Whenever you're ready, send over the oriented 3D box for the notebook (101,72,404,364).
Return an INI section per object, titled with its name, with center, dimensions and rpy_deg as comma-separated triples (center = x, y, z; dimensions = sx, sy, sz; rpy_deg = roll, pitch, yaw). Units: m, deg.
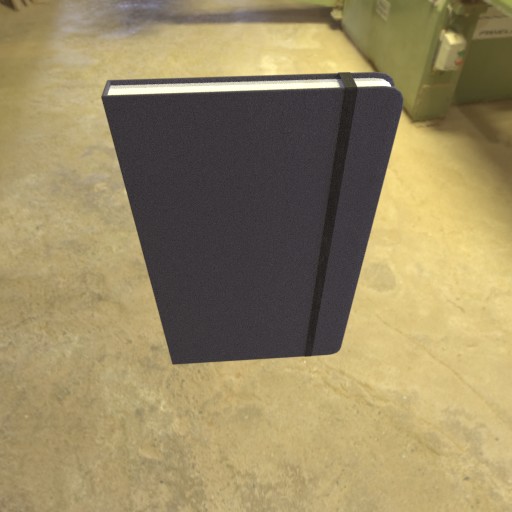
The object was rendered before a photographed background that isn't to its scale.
[notebook]
center = 0.000, 0.000, 0.264
dimensions = 0.127, 0.213, 0.016
rpy_deg = -3, 46, -3
